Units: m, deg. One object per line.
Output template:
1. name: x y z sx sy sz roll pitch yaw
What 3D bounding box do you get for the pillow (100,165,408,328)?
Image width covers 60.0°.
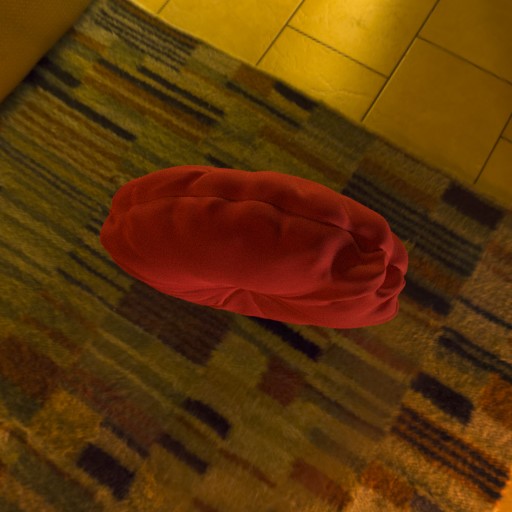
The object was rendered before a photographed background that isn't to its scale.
1. pillow: 0.000 0.000 0.635 0.428 0.407 0.148 12 76 3
